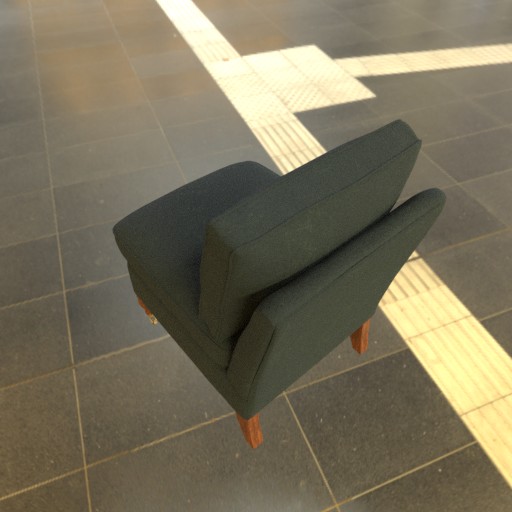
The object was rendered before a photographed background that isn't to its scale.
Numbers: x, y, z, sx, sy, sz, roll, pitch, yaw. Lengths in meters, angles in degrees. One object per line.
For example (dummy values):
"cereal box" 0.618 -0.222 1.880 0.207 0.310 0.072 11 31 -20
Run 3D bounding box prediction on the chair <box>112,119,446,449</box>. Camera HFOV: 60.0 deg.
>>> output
"chair" 0.000 0.000 1.616 0.724 1.052 0.912 -32 54 -27
